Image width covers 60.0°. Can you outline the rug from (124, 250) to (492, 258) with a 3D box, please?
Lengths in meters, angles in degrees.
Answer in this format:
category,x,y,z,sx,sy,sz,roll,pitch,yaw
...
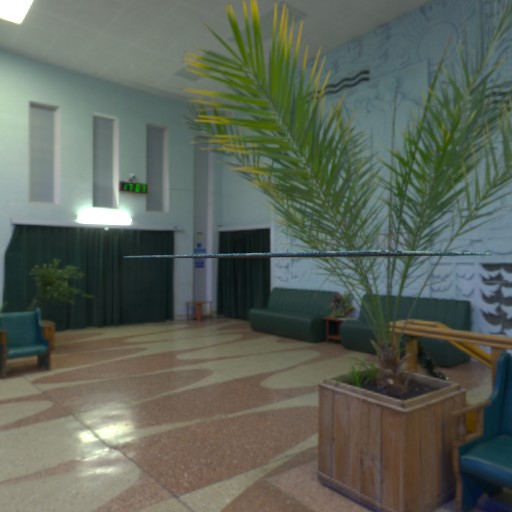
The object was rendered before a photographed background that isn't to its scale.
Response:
category,x,y,z,sx,sy,sz,roll,pitch,yaw
rug,0.000,0.000,2.673,0.750,0.011,2.435,0,-1,-37
